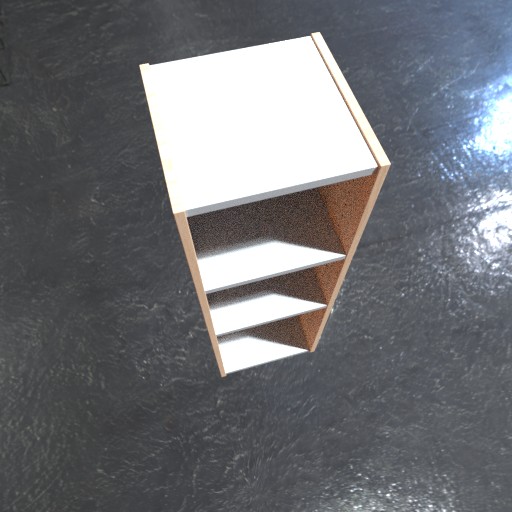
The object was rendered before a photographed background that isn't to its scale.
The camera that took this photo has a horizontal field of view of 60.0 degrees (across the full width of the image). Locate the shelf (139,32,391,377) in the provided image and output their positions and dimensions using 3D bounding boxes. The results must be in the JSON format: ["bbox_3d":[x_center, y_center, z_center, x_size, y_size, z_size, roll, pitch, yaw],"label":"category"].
[{"bbox_3d":[0.000,0.000,1.046,0.300,0.900,0.290,-14,63,-7],"label":"shelf"}]
